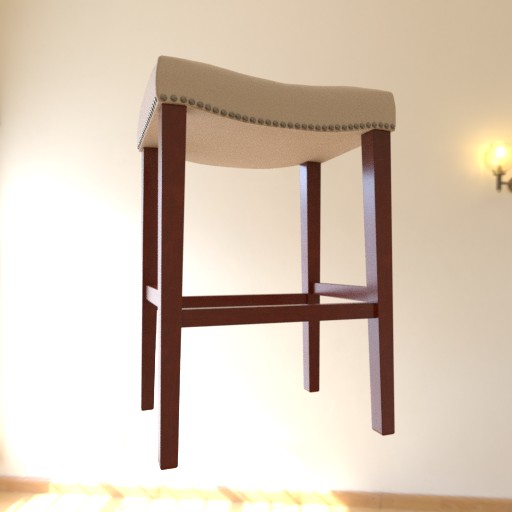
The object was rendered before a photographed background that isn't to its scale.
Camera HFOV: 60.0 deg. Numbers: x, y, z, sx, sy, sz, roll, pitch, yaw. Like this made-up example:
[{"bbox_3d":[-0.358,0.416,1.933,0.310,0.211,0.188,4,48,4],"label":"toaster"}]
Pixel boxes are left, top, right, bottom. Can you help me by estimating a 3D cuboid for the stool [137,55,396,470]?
[{"bbox_3d":[0.000,0.000,1.012,0.504,0.742,0.372,0,-1,-20],"label":"stool"}]
